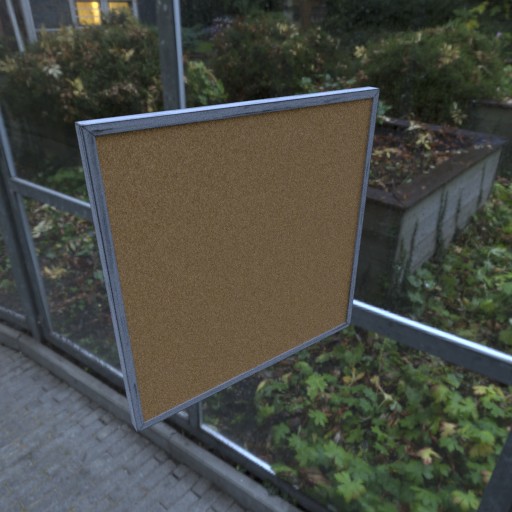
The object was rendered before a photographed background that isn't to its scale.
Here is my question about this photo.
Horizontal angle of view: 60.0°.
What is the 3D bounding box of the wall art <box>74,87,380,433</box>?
[{"bbox_3d":[0.000,0.000,1.144,0.761,0.761,0.037,-19,34,-31],"label":"wall art"}]
